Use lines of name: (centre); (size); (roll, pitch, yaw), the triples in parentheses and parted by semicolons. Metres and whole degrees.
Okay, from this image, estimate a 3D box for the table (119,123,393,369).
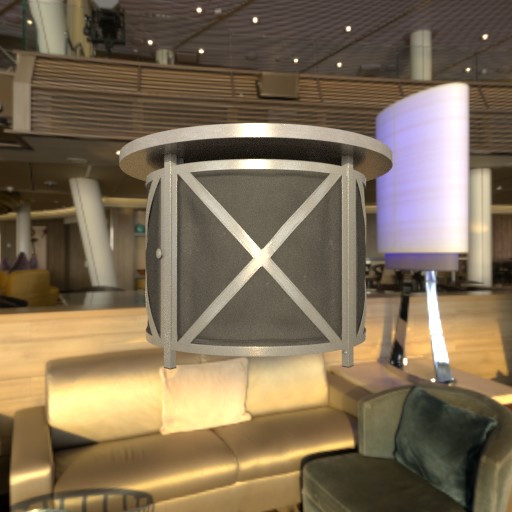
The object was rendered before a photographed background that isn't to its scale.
table: (0.000, 0.000, 1.549); (0.914, 0.650, 0.914); (0, 0, 0)
